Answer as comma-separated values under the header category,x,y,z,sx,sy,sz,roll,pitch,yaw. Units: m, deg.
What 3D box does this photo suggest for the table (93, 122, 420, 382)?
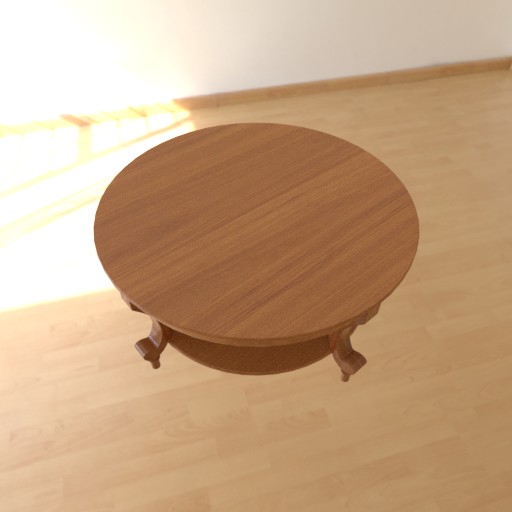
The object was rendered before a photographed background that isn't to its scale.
category,x,y,z,sx,sy,sz,roll,pitch,yaw
table,0.000,0.000,1.609,1.029,0.490,1.029,0,46,0
